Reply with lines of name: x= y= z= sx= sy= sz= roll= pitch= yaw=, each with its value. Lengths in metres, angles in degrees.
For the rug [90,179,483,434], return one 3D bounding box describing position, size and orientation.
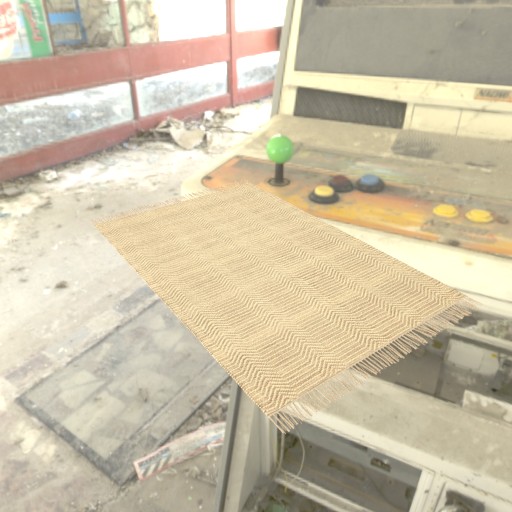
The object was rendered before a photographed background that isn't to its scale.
rug: x=0.000 y=0.000 z=2.490 sx=1.224 sy=0.027 sz=2.021 roll=-20 pitch=36 yaw=-30
